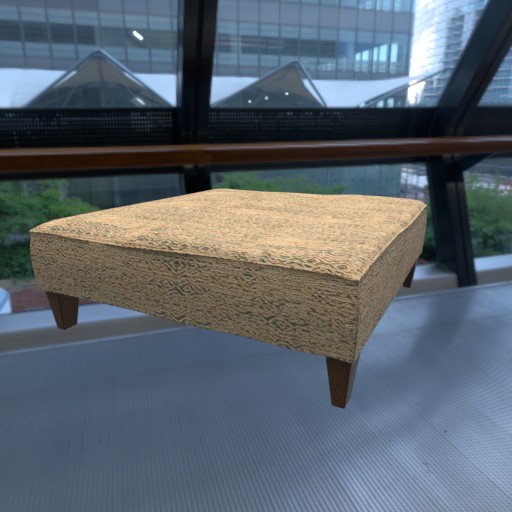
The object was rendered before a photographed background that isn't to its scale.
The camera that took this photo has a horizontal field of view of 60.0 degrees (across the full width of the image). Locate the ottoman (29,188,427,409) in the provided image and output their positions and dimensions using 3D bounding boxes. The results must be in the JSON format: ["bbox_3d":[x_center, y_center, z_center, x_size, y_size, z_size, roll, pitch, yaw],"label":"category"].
[{"bbox_3d":[0.000,0.000,1.513,0.968,0.356,1.004,8,17,26],"label":"ottoman"}]
